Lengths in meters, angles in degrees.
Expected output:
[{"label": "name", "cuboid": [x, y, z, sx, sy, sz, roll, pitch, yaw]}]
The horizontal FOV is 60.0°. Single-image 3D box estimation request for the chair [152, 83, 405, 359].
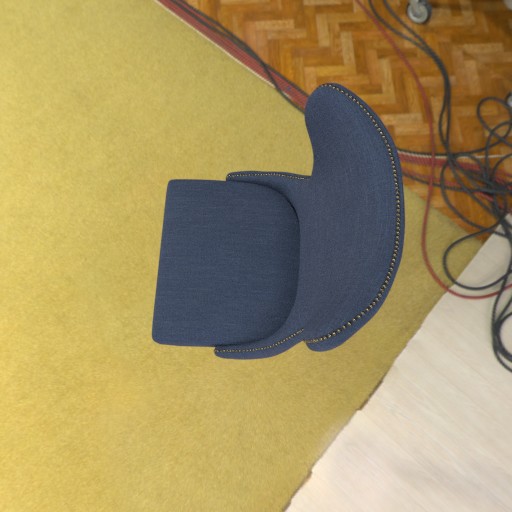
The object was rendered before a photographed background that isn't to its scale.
[{"label": "chair", "cuboid": [0.000, 0.000, 1.383, 0.635, 0.967, 0.628, 2, 75, 1]}]
